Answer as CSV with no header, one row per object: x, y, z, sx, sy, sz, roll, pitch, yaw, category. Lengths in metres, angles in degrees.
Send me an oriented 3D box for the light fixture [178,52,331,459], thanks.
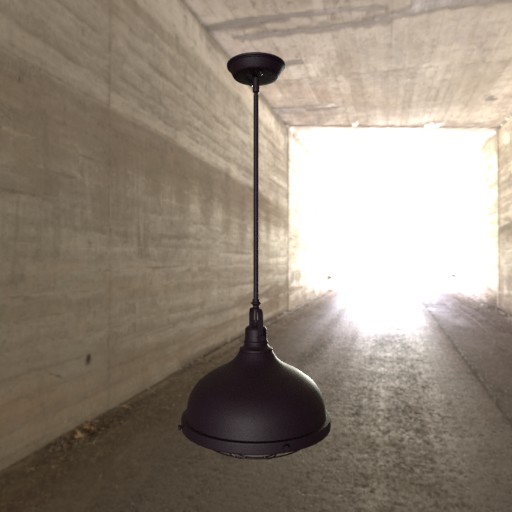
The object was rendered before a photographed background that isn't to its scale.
0.000,0.000,0.983,0.341,0.849,0.341,0,-1,-19,light fixture
